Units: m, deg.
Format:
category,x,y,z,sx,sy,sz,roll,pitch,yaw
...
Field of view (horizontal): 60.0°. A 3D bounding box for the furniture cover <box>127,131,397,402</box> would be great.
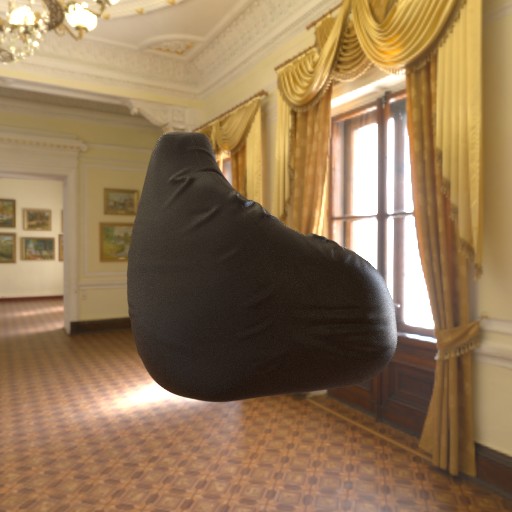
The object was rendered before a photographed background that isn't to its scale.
category,x,y,z,sx,sy,sz,roll,pitch,yaw
furniture cover,0.000,0.000,1.912,1.070,0.990,1.070,0,1,-18
